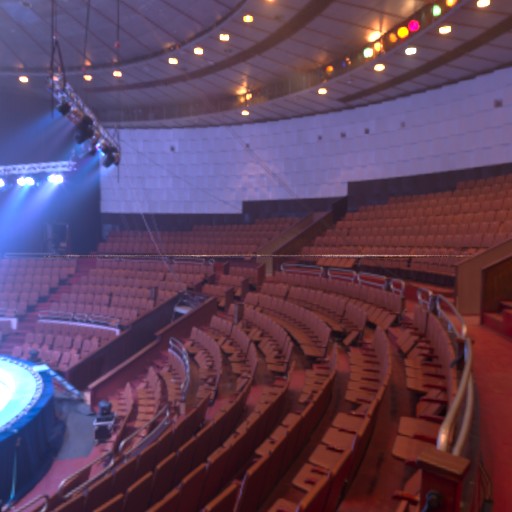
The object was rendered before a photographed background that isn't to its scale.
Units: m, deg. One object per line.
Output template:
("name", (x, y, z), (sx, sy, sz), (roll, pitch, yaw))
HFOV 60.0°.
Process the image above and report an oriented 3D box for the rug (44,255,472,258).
("rug", (0.000, 0.000, 4.335), (3.419, 0.020, 2.441), (0, 0, 36))
